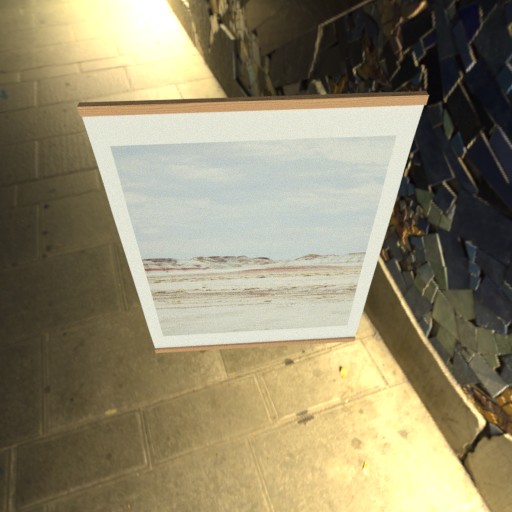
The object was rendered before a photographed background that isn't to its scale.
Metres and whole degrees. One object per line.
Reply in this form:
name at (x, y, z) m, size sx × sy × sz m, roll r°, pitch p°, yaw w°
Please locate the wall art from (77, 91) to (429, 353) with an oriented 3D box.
wall art at (0.000, 0.000, 0.802) m, size 0.458 × 0.605 × 0.011 m, roll -3°, pitch 47°, yaw -3°
